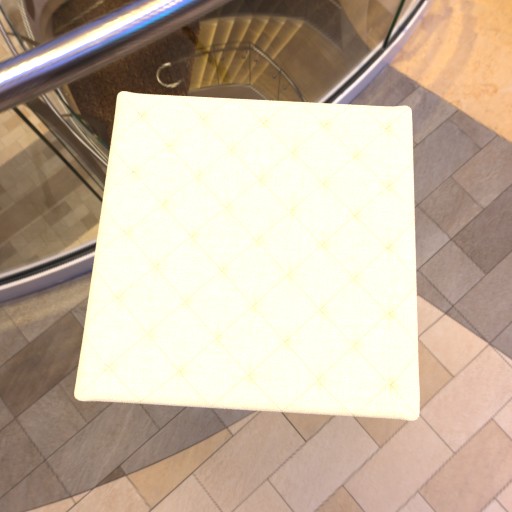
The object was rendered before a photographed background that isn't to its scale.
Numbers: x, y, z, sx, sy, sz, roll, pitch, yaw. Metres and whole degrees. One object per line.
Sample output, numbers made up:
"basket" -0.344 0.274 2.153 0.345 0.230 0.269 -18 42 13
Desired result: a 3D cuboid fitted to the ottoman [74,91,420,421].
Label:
"ottoman" 0.000 0.000 1.604 1.028 0.439 1.028 3 77 1
